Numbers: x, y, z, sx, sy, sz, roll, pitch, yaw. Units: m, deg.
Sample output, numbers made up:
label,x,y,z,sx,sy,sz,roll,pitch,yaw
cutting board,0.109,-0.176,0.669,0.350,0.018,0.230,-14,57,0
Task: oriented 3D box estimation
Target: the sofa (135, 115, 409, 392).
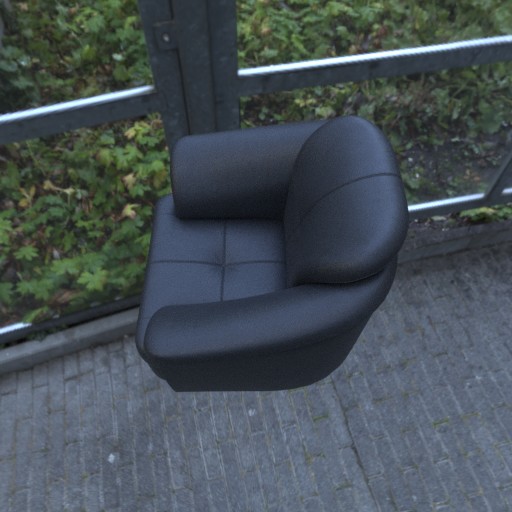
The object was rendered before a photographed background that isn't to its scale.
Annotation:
label,x,y,z,sx,sy,sz,roll,pitch,yaw
sofa,0.000,0.000,1.526,0.794,0.811,0.870,0,57,0
